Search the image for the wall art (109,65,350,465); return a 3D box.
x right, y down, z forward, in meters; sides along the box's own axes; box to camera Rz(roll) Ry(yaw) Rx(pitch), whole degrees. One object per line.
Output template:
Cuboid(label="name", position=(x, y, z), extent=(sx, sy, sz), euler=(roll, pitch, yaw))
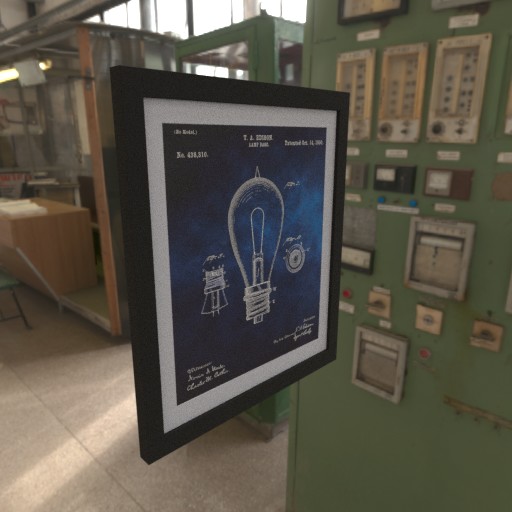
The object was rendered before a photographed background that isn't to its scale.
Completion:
Cuboid(label="wall art", position=(0.000, 0.000, 0.689), extent=(0.428, 0.505, 0.023), euler=(-14, 20, -42))
